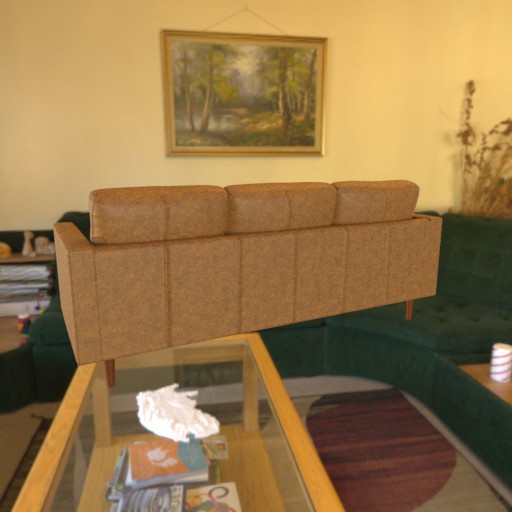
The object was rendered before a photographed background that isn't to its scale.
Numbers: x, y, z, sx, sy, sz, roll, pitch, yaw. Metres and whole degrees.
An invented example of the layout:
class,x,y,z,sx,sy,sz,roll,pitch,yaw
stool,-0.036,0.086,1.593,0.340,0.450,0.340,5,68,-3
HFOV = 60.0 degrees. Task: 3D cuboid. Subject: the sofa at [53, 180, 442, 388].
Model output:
class,x,y,z,sx,sy,sz,roll,pitch,yaw
sofa,0.000,0.000,2.764,2.231,0.930,0.903,-6,14,-27
